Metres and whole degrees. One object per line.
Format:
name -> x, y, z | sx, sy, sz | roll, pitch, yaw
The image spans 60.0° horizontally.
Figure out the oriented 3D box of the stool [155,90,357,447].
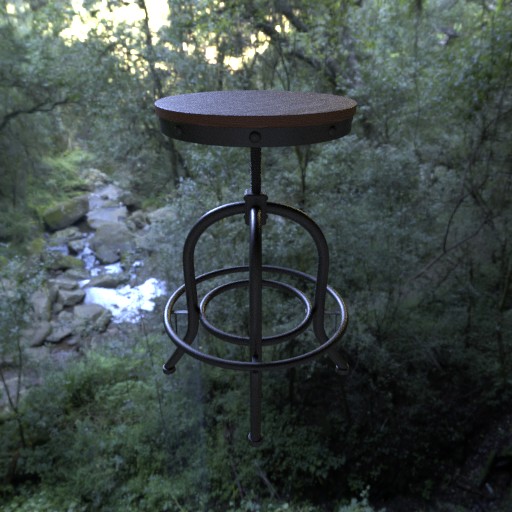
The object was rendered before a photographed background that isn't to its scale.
stool -> 0.000, 0.000, 0.913 | 0.439, 0.609, 0.439 | 0, 26, 0
